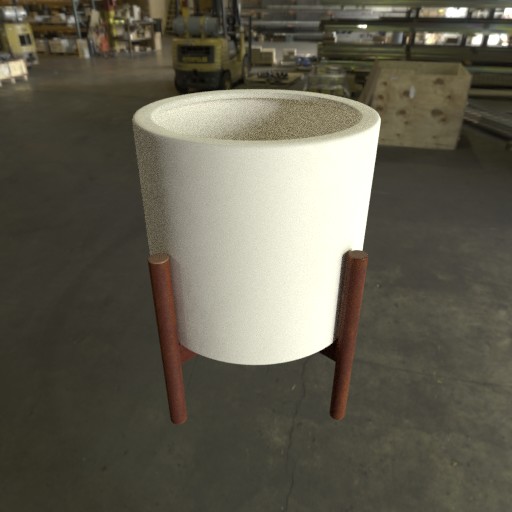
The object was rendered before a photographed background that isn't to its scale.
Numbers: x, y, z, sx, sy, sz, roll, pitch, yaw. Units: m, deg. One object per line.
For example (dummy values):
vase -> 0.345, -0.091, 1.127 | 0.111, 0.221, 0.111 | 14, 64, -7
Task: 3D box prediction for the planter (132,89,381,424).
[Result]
planter -> 0.000, 0.000, 0.912 | 0.420, 0.581, 0.421 | 1, 30, 1
